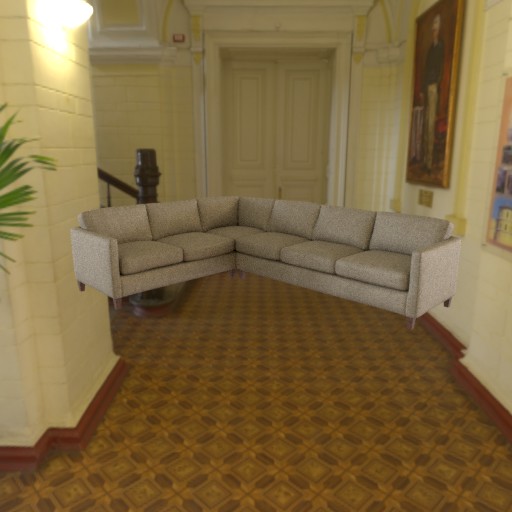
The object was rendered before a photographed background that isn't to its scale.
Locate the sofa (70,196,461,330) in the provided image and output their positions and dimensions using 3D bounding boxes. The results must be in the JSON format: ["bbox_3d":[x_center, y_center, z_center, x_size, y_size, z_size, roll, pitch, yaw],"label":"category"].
[{"bbox_3d":[0.000,0.000,4.684,3.302,0.947,2.593,13,19,43],"label":"sofa"}]
